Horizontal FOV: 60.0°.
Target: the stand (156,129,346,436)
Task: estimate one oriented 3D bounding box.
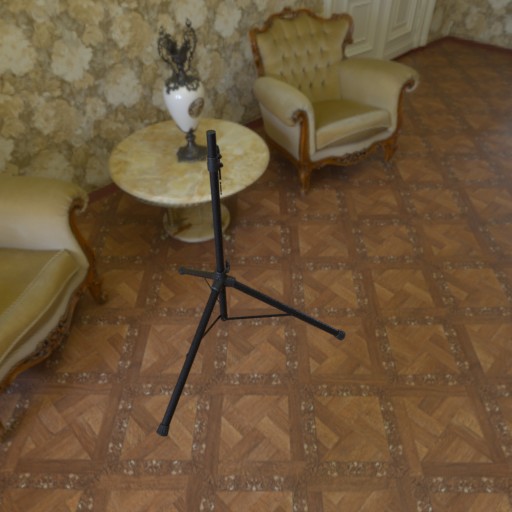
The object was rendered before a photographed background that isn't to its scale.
[{"bbox_3d":[0.000,0.000,1.892,0.907,1.136,1.045,0,41,-1],"label":"stand"}]
